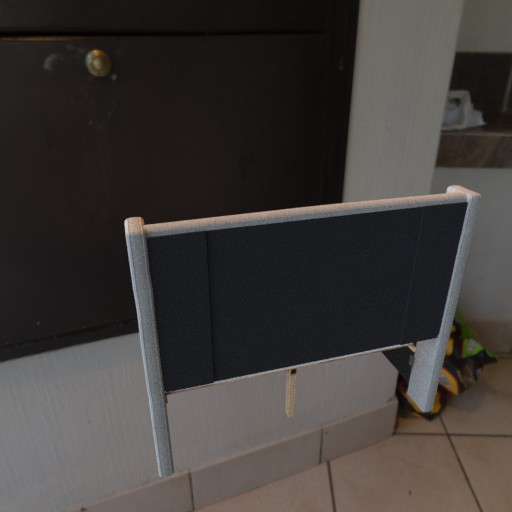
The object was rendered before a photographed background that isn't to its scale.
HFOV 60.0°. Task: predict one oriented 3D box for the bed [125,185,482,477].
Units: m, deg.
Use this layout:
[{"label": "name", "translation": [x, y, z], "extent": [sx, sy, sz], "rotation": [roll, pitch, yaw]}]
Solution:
[{"label": "bed", "translation": [0.000, 0.000, 3.319], "extent": [1.774, 1.491, 2.222], "rotation": [-7, 27, -15]}]
